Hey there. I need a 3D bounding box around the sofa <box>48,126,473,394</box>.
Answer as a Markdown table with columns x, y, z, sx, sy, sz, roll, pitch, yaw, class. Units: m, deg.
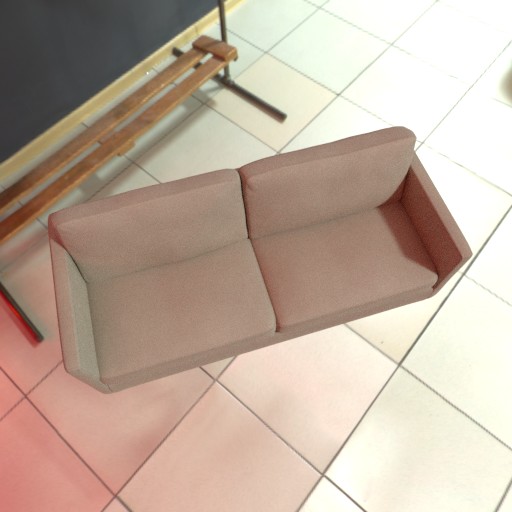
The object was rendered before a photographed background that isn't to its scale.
| x | y | z | sx | sy | sz | roll | pitch | yaw | class |
| --- | --- | --- | --- | --- | --- | --- | --- | --- | --- |
| 0.000 | 0.000 | 2.633 | 2.181 | 0.932 | 0.948 | -15 | 65 | -7 | sofa |
